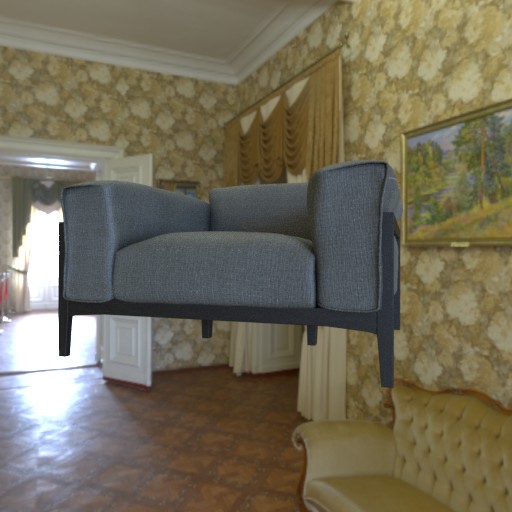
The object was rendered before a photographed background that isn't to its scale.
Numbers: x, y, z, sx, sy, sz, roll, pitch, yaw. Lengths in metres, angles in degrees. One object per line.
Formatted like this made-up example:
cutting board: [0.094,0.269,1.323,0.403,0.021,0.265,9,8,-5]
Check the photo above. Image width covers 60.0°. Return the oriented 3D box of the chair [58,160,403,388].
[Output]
chair: [0.000,0.000,1.691,1.056,0.646,0.969,0,0,19]
